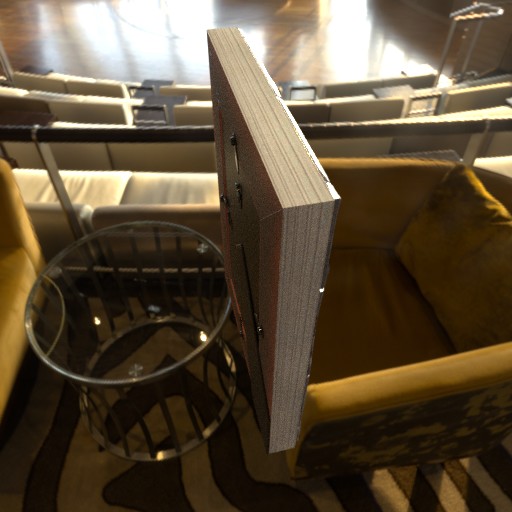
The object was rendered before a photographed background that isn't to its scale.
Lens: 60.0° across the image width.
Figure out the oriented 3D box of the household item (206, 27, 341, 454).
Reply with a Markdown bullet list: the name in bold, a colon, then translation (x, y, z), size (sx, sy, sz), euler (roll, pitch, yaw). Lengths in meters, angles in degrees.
- **household item**: translation (0.000, 0.000, 0.280), size (0.025, 0.216, 0.165), euler (-10, 47, -9)
